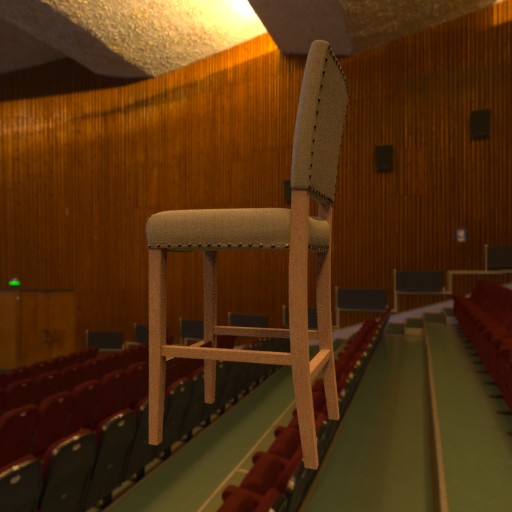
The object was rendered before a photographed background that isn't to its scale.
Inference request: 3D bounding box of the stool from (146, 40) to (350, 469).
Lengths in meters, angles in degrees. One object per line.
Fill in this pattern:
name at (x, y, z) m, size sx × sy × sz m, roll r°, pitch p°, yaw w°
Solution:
stool at (0.000, 0.000, 1.487) m, size 0.585 × 1.173 × 0.445 m, roll 0°, pitch 1°, yaw 19°
